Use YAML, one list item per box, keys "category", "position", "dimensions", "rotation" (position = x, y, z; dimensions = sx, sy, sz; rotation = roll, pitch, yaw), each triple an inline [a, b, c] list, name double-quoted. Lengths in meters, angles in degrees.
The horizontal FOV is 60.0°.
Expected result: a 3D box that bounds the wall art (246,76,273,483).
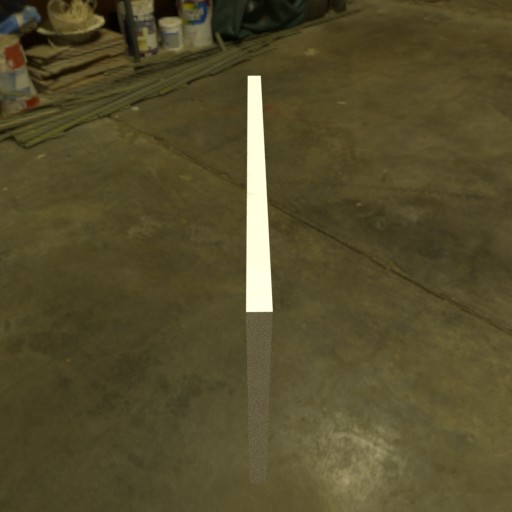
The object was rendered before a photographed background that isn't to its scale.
- category: "wall art"
  position: [0.000, 0.000, 1.176]
  dimensions: [0.038, 0.610, 0.915]
  rotation: [0, 42, 0]
